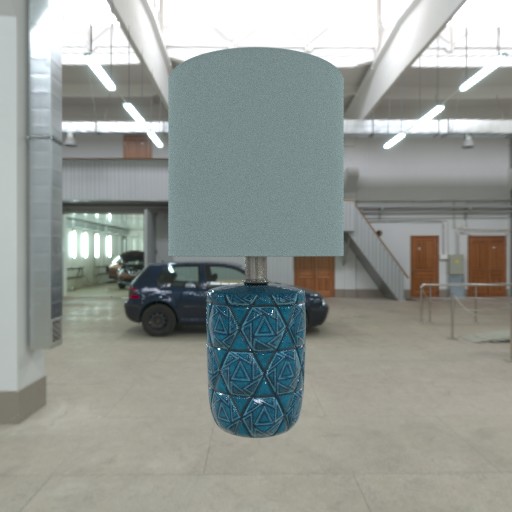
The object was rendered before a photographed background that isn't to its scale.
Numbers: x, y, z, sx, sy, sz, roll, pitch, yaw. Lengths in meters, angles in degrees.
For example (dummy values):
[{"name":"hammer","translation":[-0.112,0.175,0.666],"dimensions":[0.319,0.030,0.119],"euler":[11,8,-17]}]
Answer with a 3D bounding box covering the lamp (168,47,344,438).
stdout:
[{"name":"lamp","translation":[0.000,0.000,0.496],"dimensions":[0.193,0.377,0.193],"euler":[0,0,-36]}]
